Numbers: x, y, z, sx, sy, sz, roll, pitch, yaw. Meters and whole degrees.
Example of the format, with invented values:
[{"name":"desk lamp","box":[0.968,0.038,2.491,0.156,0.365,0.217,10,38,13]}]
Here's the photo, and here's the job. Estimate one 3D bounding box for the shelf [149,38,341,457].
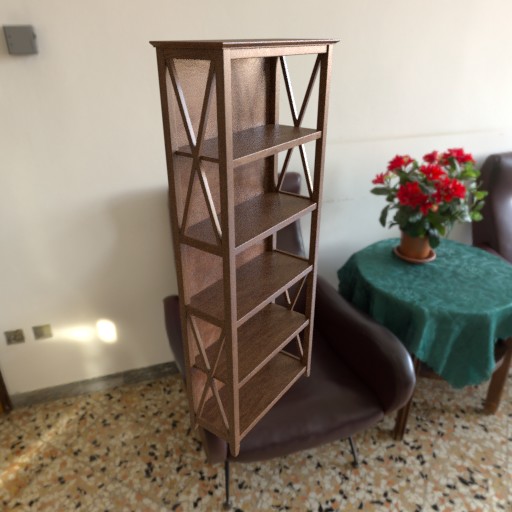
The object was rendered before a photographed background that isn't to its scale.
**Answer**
[{"name":"shelf","box":[0.000,0.000,2.174,0.335,1.905,0.805,18,32,32]}]
